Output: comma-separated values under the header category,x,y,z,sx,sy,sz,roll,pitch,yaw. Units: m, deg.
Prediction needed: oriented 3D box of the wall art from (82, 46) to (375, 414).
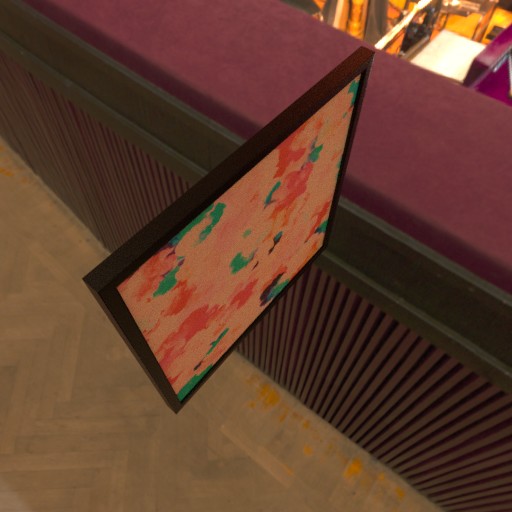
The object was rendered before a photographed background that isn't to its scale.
category,x,y,z,sx,sy,sz,roll,pitch,yaw
wall art,0.000,0.000,1.119,0.036,0.755,0.756,35,64,20
